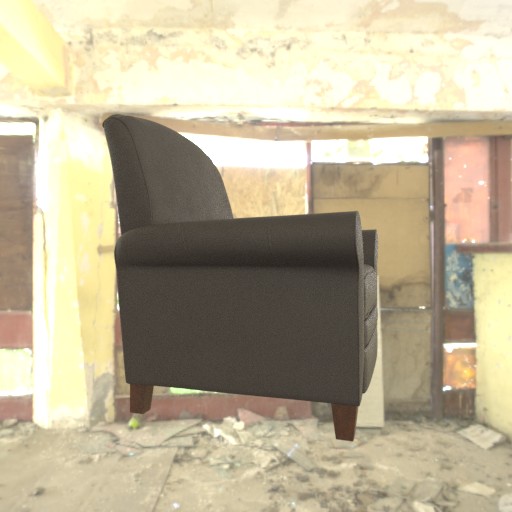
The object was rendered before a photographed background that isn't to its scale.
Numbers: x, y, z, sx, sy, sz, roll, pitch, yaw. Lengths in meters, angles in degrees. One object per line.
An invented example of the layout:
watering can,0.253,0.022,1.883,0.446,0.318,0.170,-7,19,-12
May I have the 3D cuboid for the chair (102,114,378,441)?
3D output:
chair,0.000,0.000,1.733,0.902,1.061,0.978,0,0,18
